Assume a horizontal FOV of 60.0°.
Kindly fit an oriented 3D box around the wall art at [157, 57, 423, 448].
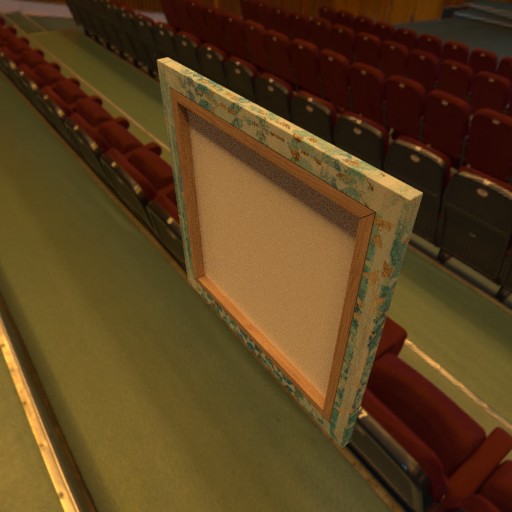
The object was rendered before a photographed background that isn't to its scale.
[{"bbox_3d":[0.000,0.000,1.341,0.040,0.916,0.916,-27,48,-27],"label":"wall art"}]
